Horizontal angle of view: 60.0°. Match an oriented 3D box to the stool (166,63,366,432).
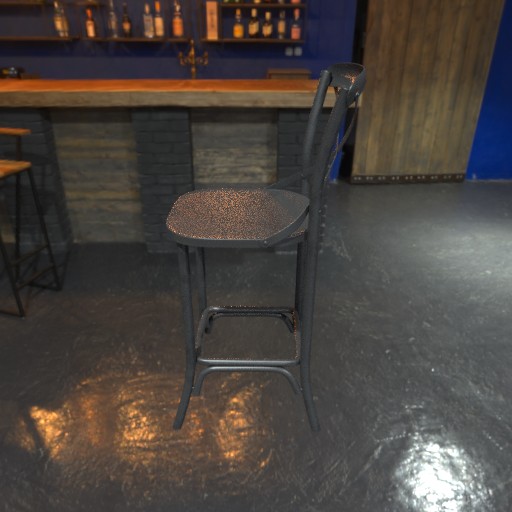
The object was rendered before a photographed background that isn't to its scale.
[{"bbox_3d":[0.000,0.000,1.472,0.584,1.168,0.457,1,28,1],"label":"stool"}]
